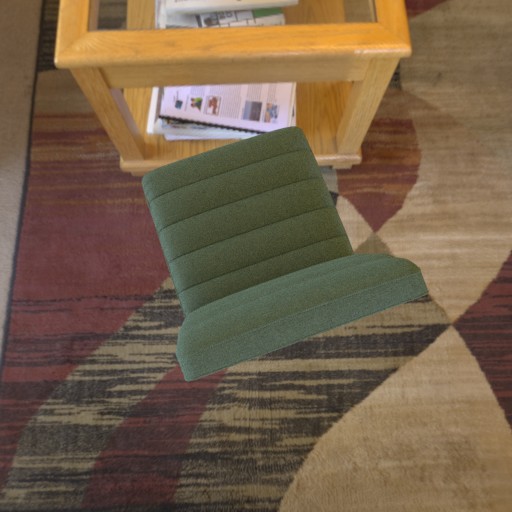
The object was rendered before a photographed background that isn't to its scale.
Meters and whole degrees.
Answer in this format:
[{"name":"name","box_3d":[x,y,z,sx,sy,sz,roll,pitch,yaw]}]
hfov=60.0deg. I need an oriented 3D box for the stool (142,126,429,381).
[{"name":"stool","box_3d":[0.000,0.000,1.249,0.460,0.940,0.560,-19,76,-5]}]
